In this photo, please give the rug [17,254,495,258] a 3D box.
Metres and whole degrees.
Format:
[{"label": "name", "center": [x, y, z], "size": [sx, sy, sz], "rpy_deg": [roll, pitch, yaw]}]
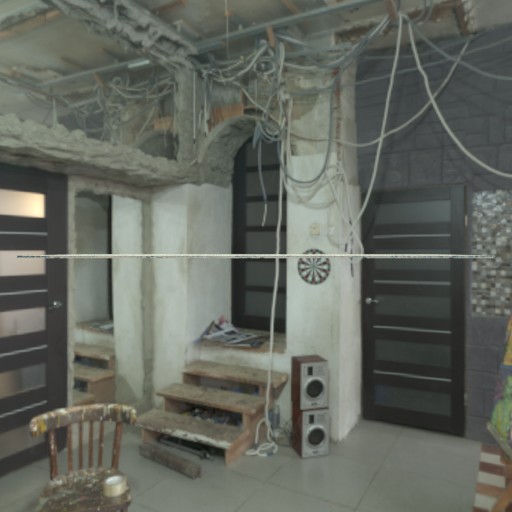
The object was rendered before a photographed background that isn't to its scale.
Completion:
[{"label": "rug", "center": [0.000, 0.000, 2.633], "size": [2.434, 0.013, 0.770], "rpy_deg": [0, 1, 0]}]
